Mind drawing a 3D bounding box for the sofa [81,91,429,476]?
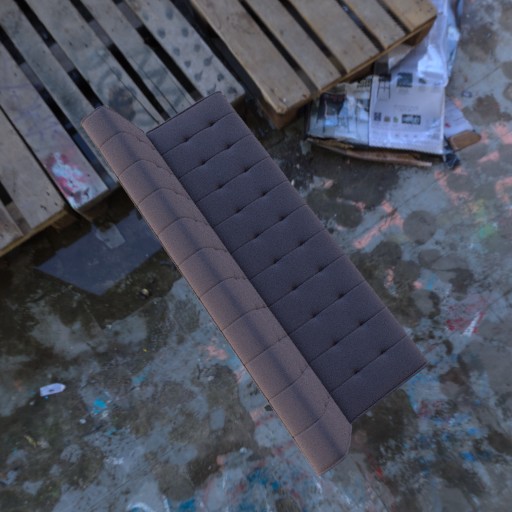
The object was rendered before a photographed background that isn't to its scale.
[{"bbox_3d":[0.000,0.000,2.086,0.747,0.699,1.703,-34,79,-8],"label":"sofa"}]
